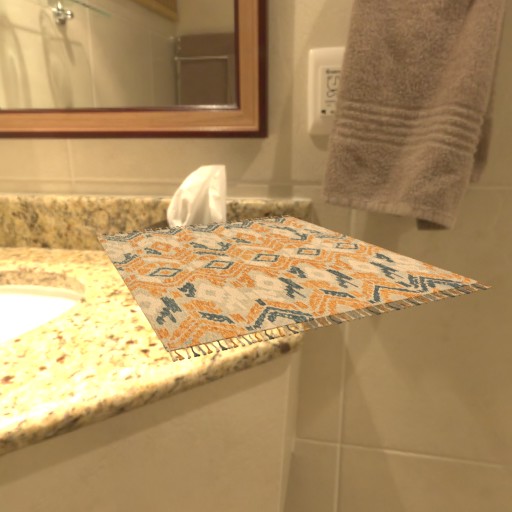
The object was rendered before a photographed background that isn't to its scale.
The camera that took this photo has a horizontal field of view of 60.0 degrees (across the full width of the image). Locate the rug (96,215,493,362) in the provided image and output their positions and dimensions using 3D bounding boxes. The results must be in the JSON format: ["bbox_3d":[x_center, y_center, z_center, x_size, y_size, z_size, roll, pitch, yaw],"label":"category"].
[{"bbox_3d":[0.000,0.000,4.080,2.439,0.010,3.048,-8,18,-25],"label":"rug"}]
